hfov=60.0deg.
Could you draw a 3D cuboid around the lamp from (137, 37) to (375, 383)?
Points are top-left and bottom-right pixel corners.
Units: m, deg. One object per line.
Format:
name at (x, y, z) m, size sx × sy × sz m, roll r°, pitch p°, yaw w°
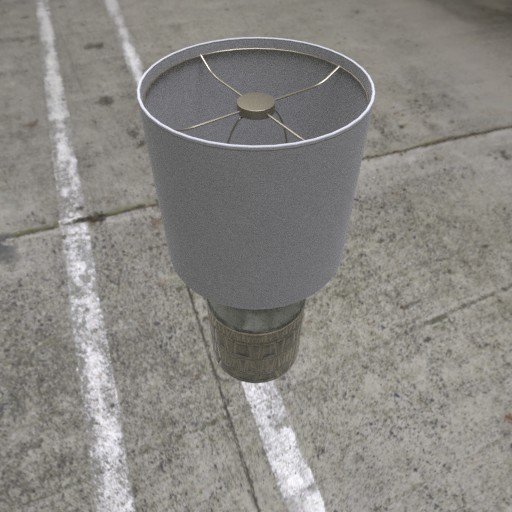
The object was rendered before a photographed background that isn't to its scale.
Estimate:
lamp at (0.000, 0.000, 0.563) m, size 0.211 × 0.455 × 0.211 m, roll -15°, pitch 48°, yaw -14°
